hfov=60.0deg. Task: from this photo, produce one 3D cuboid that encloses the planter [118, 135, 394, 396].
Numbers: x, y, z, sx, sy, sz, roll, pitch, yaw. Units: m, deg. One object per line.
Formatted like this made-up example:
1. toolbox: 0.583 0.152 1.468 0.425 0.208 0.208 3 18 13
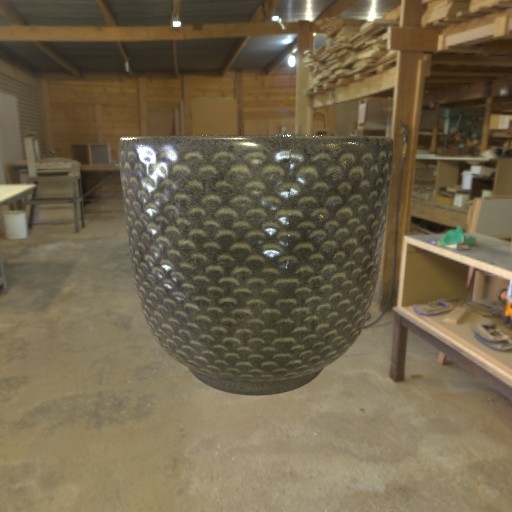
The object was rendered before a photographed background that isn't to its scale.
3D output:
1. planter: 0.000 0.000 0.249 0.140 0.129 0.140 0 15 0
